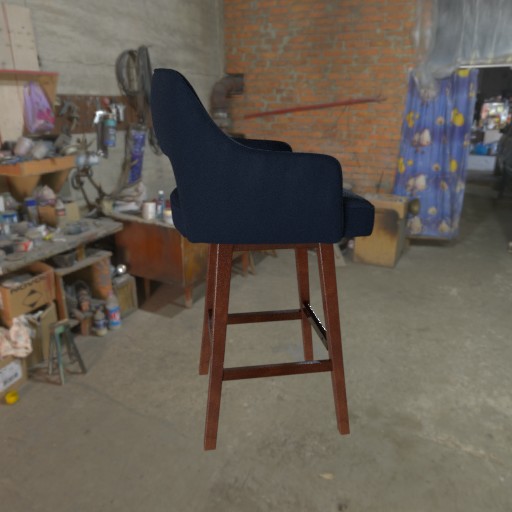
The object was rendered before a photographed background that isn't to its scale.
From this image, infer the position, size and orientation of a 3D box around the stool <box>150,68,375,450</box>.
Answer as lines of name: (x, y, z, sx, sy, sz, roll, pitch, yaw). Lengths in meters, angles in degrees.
stool: (0.000, 0.000, 1.352, 0.560, 1.041, 0.550, -3, 18, -9)
